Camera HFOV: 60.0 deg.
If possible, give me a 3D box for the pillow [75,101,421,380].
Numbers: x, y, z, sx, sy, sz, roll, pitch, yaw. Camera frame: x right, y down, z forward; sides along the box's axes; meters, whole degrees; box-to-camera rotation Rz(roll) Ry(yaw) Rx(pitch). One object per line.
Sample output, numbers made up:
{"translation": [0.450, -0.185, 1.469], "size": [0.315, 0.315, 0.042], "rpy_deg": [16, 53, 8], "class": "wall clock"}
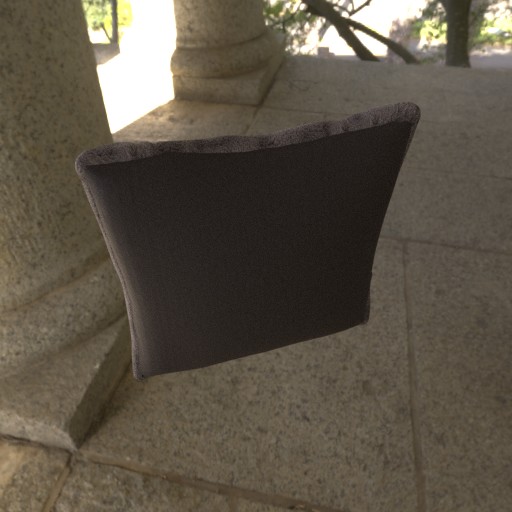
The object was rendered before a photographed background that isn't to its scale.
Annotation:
{"translation": [0.000, 0.000, 0.802], "size": [0.522, 0.520, 0.204], "rpy_deg": [-11, 43, -13], "class": "pillow"}
